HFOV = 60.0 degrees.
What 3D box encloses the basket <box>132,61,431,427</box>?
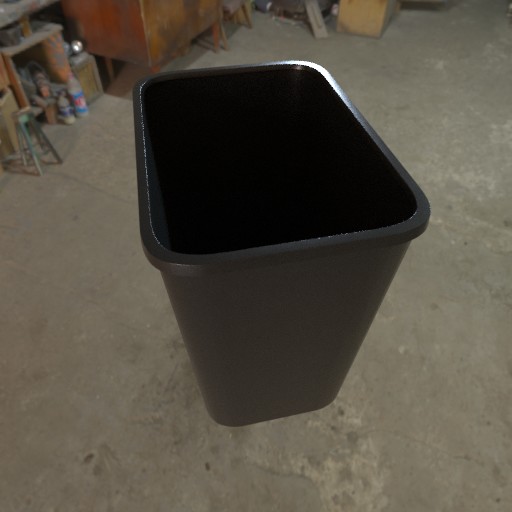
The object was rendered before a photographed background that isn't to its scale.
[{"bbox_3d":[0.000,0.000,0.500,0.211,0.307,0.300,-9,46,-9],"label":"basket"}]
